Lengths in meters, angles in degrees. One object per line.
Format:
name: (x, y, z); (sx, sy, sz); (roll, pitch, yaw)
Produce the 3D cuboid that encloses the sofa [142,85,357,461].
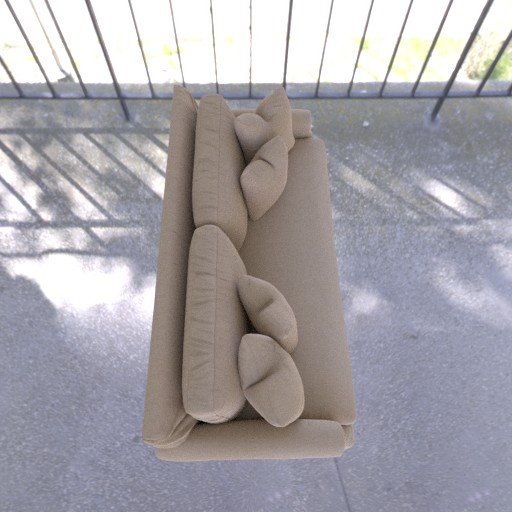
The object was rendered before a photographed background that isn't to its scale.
sofa: (0.000, 0.000, 2.727); (1.067, 0.904, 2.285); (-1, 63, -1)
